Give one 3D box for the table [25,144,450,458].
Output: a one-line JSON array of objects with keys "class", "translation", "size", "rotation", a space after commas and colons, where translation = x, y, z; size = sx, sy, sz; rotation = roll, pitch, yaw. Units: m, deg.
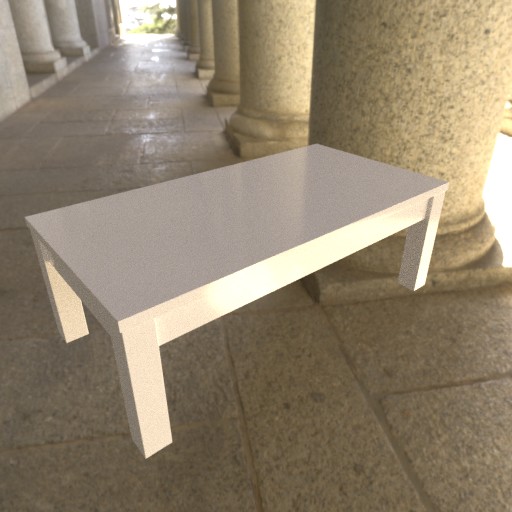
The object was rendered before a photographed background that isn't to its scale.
[{"class": "table", "translation": [0.000, 0.000, 1.677], "size": [1.350, 0.470, 0.700], "rotation": [-22, 36, -34]}]
